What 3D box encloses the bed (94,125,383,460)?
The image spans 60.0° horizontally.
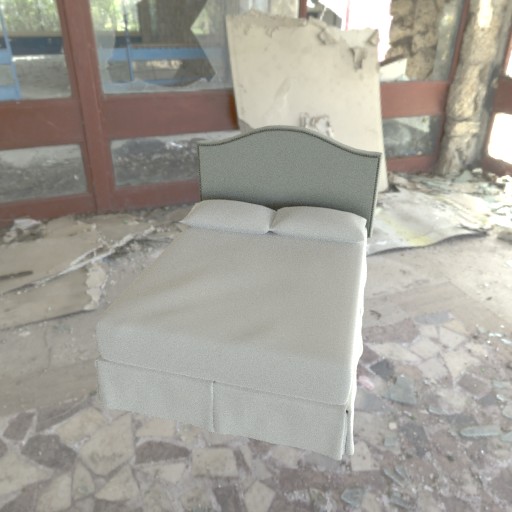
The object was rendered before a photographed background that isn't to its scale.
[{"bbox_3d":[0.000,0.000,3.492,1.813,1.607,2.180,7,29,13],"label":"bed"}]
